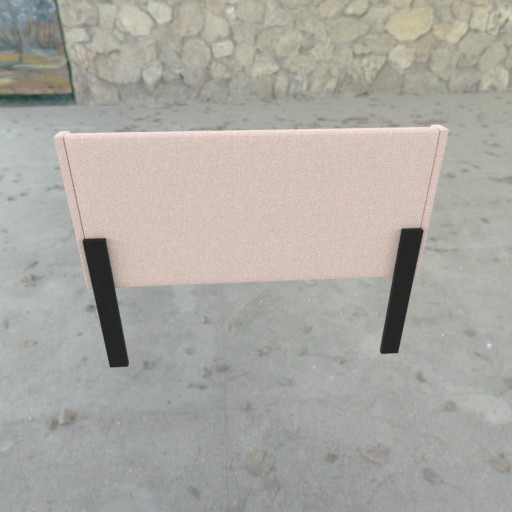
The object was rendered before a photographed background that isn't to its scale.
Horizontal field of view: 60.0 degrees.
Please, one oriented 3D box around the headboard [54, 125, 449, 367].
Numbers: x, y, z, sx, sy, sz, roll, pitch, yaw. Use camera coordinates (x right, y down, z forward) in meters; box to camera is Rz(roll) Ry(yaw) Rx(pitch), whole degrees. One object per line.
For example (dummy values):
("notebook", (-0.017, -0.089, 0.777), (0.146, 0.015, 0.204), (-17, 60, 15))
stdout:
("headboard", (0.000, 0.000, 2.710), (2.051, 1.524, 0.184), (-2, 30, -4))
